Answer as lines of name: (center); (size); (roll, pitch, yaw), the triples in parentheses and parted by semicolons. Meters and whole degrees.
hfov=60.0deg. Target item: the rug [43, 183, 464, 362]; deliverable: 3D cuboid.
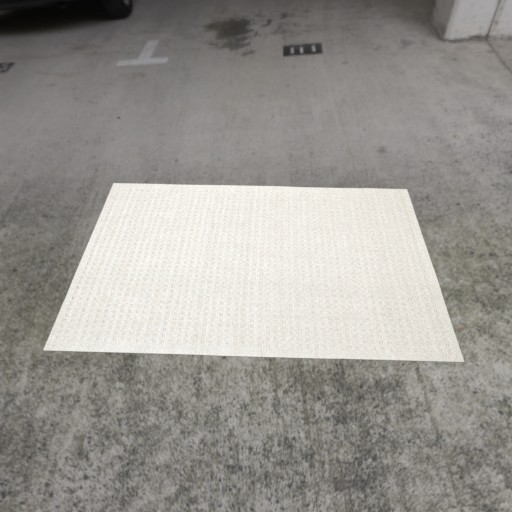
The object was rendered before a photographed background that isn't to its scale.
rug: (0.000, 0.000, 2.926); (2.289, 0.006, 1.523); (1, 46, 1)
